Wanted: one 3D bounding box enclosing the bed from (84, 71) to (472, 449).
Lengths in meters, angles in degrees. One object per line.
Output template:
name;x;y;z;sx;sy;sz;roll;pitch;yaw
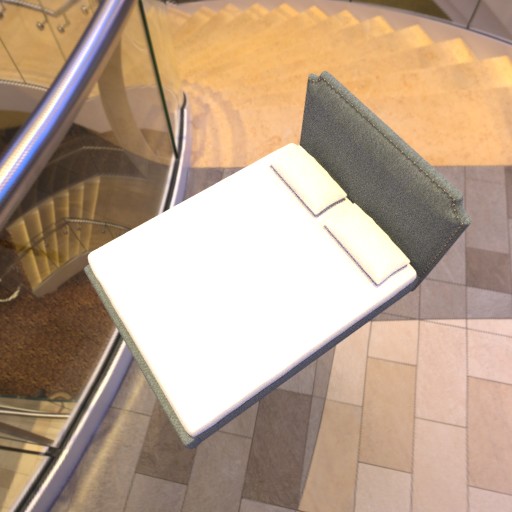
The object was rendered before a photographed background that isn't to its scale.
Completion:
bed;0.000;0.000;3.470;2.372;1.443;1.712;-32;67;-15
